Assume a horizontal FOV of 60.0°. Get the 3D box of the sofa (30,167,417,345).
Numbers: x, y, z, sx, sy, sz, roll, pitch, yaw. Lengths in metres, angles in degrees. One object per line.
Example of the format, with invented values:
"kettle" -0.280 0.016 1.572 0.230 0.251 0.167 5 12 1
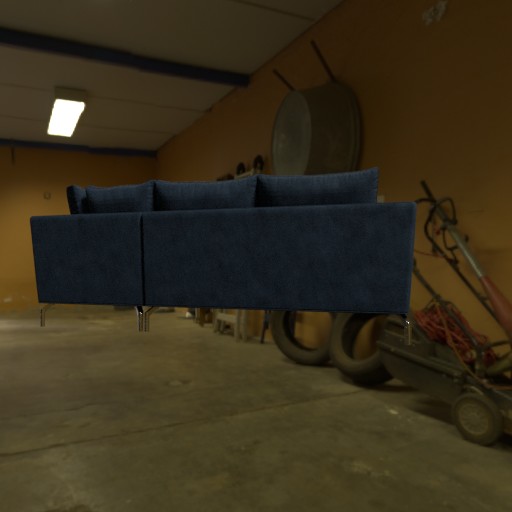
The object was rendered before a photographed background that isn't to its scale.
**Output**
"sofa" 0.000 0.000 3.812 2.472 0.988 2.463 0 -1 17
